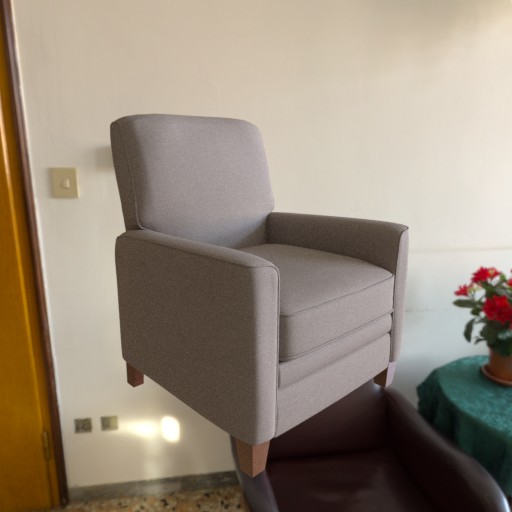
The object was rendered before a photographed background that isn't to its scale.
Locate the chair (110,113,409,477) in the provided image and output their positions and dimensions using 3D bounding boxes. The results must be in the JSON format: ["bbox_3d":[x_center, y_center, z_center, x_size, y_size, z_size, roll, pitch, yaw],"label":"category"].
[{"bbox_3d":[0.000,0.000,1.635,0.845,1.023,0.859,-13,19,-42],"label":"chair"}]
